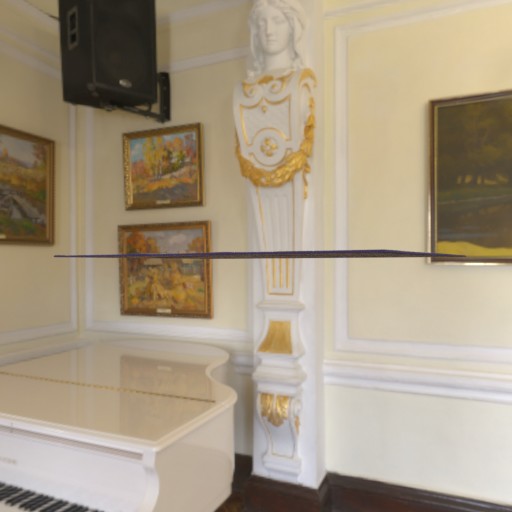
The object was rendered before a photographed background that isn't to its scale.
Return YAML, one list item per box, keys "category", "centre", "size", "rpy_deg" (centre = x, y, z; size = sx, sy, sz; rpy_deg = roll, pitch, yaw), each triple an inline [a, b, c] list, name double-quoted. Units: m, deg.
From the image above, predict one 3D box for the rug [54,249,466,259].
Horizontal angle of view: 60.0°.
- category: "rug"
  centre: [0.000, 0.000, 2.284]
  size: [1.781, 0.012, 1.184]
  rpy_deg: [-1, -1, 36]
